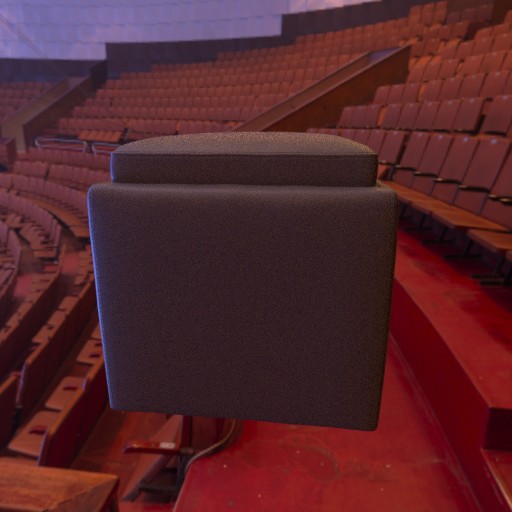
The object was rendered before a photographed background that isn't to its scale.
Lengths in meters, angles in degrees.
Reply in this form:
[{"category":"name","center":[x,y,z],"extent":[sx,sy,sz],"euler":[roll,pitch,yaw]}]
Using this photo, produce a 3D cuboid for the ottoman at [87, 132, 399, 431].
[{"category":"ottoman","center":[0.000,0.000,0.854],"extent":[0.451,0.460,0.450],"euler":[2,16,7]}]
